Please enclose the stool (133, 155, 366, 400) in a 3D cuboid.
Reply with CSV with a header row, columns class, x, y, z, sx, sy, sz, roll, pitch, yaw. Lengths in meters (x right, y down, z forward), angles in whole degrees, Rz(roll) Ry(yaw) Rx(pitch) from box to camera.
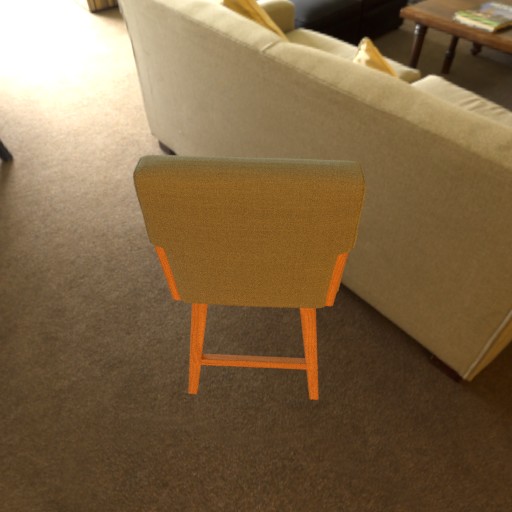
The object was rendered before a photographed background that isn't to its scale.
class,x,y,z,sx,sy,sz,roll,pitch,yaw
stool,0.000,0.000,1.328,0.459,1.019,0.570,2,47,2
